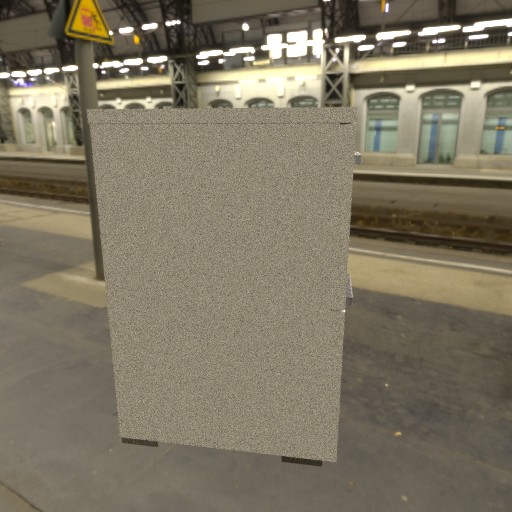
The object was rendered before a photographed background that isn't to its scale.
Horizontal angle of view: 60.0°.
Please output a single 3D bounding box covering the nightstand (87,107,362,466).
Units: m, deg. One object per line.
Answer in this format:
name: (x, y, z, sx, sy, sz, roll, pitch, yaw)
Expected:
nightstand: (0.000, 0.000, 0.761, 0.325, 0.460, 0.441, 3, 16, 9)
